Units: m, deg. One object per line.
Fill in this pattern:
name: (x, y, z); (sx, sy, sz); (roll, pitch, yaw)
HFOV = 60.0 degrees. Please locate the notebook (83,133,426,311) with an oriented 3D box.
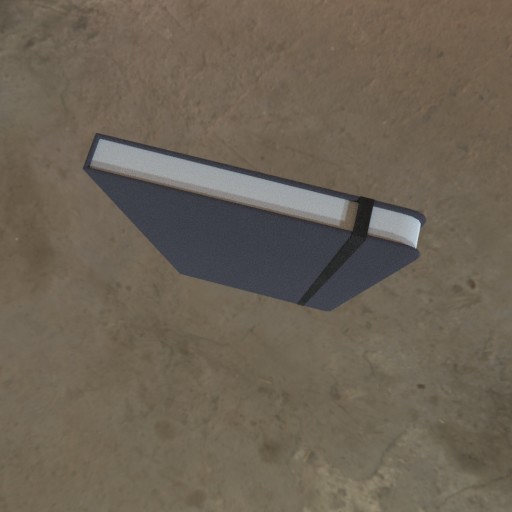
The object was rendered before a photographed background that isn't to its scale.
notebook: (0.000, 0.000, 0.263); (0.127, 0.213, 0.016); (14, 78, 3)
